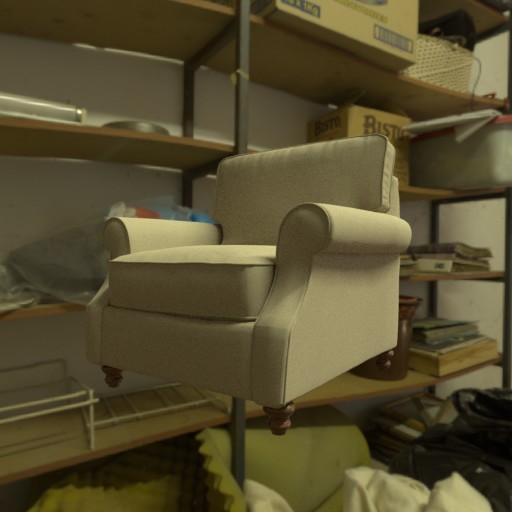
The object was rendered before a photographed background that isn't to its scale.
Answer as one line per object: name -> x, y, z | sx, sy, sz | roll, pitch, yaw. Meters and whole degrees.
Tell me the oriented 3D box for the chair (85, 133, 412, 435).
chair -> 0.000, 0.000, 1.744 | 1.029, 0.967, 0.966 | 0, 1, 36
